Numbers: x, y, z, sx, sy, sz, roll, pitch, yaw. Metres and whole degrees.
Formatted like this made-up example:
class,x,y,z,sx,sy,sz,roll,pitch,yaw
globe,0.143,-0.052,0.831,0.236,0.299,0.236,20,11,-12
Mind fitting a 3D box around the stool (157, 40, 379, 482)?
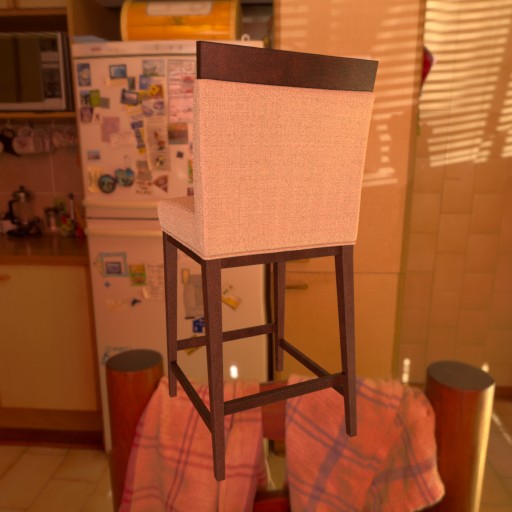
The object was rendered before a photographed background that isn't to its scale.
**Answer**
class,x,y,z,sx,sy,sz,roll,pitch,yaw
stool,0.000,0.000,1.265,0.463,1.011,0.480,-6,14,-25
